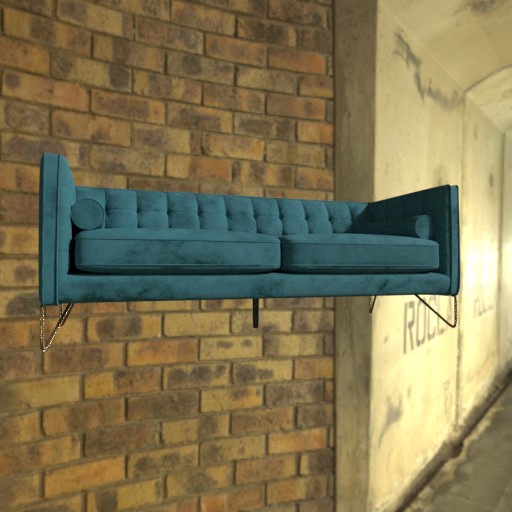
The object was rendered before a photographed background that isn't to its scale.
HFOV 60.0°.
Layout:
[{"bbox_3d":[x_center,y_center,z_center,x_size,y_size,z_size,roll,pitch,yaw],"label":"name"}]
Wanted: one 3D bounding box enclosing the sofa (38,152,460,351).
[{"bbox_3d":[0.000,0.000,2.443,2.087,0.789,0.867,1,-2,-19],"label":"sofa"}]
